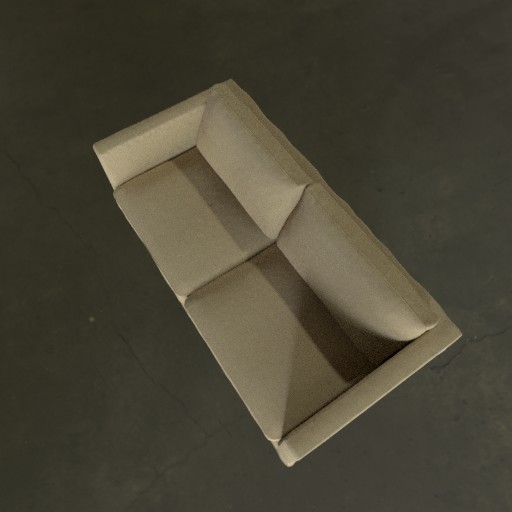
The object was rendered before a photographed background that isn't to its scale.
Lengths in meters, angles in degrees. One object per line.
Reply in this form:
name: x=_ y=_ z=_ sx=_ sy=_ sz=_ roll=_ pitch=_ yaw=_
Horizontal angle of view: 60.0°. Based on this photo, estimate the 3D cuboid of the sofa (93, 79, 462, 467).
sofa: x=0.000 y=0.000 z=2.464 sx=0.962 sy=0.835 sz=1.959 roll=-31 pitch=68 yaw=-14
